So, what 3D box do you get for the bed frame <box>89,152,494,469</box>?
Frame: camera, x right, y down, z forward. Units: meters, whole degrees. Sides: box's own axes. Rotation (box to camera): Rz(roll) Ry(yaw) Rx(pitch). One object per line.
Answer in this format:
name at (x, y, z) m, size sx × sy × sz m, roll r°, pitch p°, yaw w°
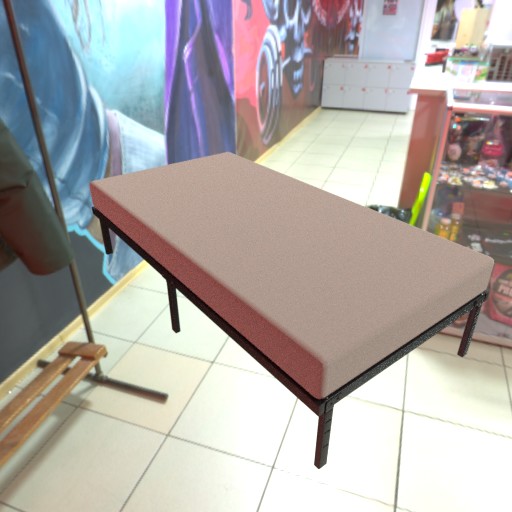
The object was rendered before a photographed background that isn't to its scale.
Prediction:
bed frame at (0.000, 0.000, 3.151) m, size 1.393 × 0.680 × 2.635 m, roll -21°, pitch 36°, yaw -32°
